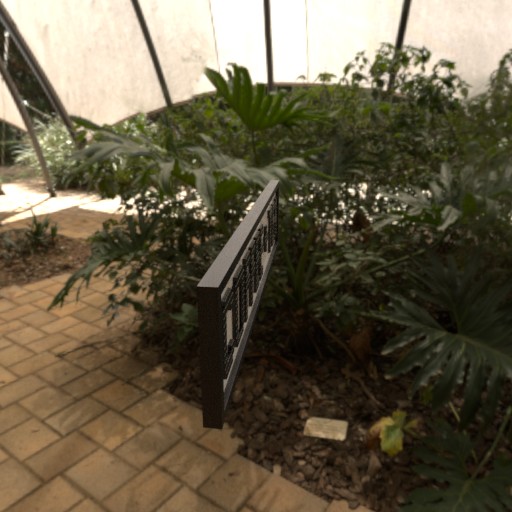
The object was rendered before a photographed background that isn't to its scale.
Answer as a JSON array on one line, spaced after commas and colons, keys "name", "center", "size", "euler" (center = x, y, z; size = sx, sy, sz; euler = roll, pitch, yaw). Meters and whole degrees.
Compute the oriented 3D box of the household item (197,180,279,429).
[{"name": "household item", "center": [0.000, 0.000, 1.118], "size": [0.030, 0.236, 1.001], "euler": [2, 18, 7]}]
